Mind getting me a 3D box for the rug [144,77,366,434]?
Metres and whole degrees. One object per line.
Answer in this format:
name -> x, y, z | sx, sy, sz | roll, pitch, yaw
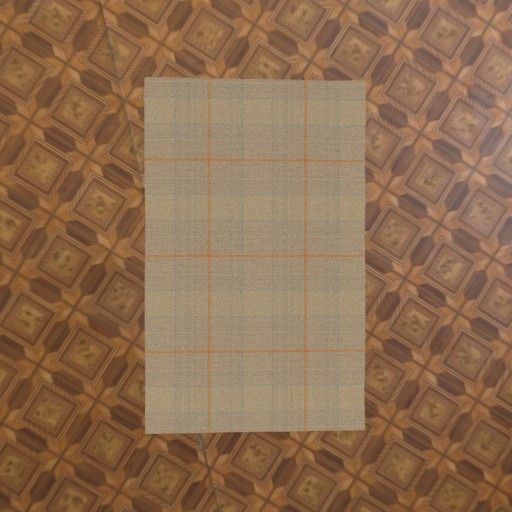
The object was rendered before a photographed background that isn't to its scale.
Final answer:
rug -> 0.000, 0.000, 3.066 | 1.527, 0.016, 2.442 | 0, 90, -2
